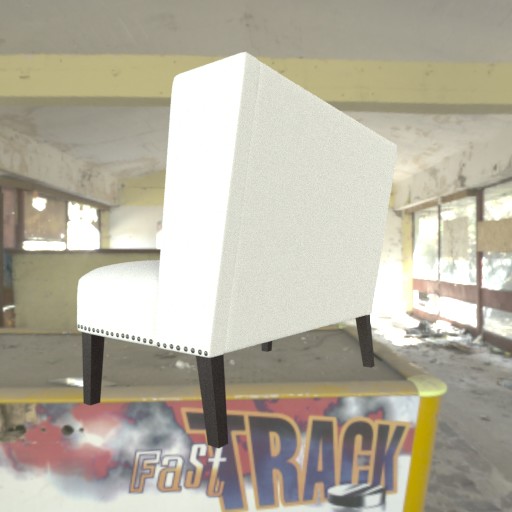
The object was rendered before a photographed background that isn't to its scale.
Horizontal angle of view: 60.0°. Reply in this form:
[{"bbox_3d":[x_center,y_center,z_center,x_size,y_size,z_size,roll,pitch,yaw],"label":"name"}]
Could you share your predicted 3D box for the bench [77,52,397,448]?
[{"bbox_3d":[0.000,0.000,1.961,0.847,1.123,1.280,0,0,36],"label":"bench"}]
